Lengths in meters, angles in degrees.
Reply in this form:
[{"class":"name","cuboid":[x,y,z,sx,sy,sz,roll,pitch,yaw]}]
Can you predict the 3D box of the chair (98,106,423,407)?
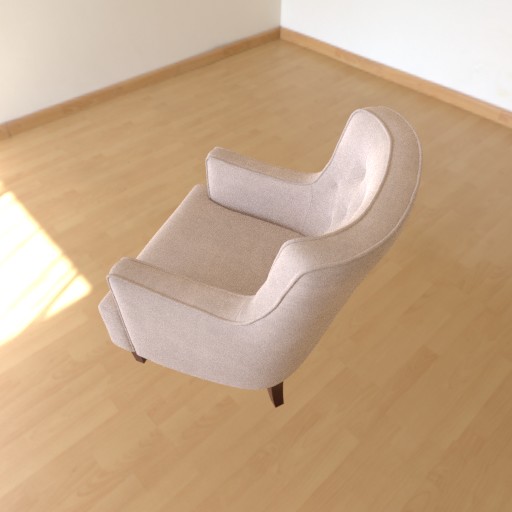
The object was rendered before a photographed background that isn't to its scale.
[{"class":"chair","cuboid":[0.000,0.000,1.580,0.910,0.920,0.781,17,49,15]}]
